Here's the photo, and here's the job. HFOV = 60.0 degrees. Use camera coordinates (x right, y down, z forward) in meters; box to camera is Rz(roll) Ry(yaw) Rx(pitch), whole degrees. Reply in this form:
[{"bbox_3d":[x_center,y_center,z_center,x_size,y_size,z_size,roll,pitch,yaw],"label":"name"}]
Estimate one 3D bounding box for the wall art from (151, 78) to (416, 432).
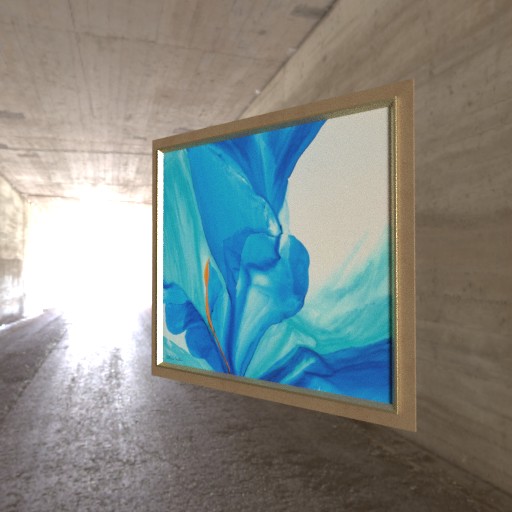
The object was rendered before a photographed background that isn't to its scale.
[{"bbox_3d":[0.000,0.000,1.672,1.168,1.067,0.025,-1,-1,36],"label":"wall art"}]
